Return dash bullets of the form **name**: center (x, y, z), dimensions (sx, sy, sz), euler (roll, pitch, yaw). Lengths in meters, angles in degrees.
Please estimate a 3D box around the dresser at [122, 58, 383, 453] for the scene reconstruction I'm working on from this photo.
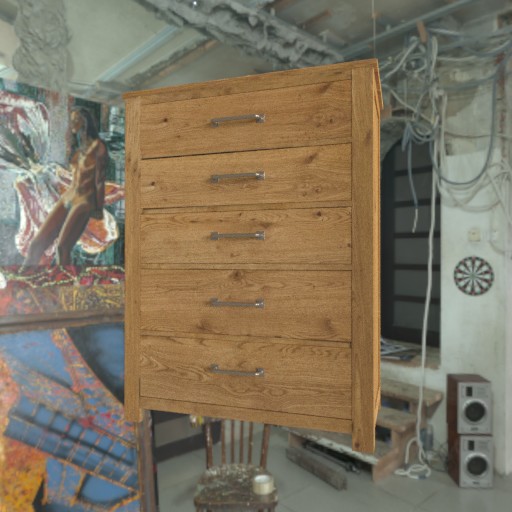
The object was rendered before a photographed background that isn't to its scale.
- **dresser**: center (0.000, 0.000, 1.992), dimensions (1.081, 1.431, 0.558), euler (0, 0, 18)
